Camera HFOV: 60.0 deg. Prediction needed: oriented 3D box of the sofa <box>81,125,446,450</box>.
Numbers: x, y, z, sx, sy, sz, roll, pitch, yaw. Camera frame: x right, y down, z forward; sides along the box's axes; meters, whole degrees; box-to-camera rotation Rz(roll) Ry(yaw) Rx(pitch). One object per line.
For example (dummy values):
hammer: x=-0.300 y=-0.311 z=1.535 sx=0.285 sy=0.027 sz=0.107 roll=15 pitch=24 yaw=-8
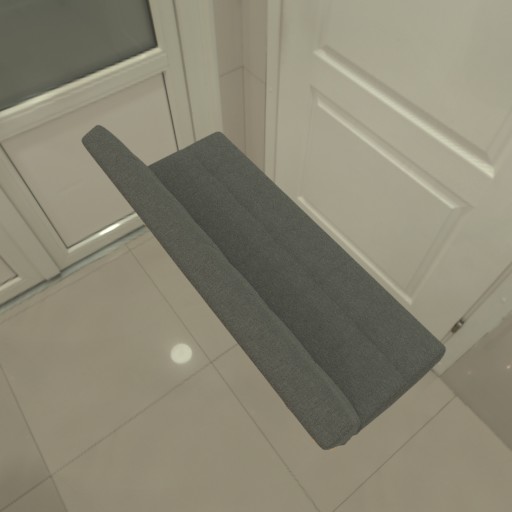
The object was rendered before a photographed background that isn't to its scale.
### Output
sofa: x=0.000 y=0.000 z=2.203 sx=0.820 sy=0.770 sz=1.820 roll=-33 pitch=63 yaw=-19
